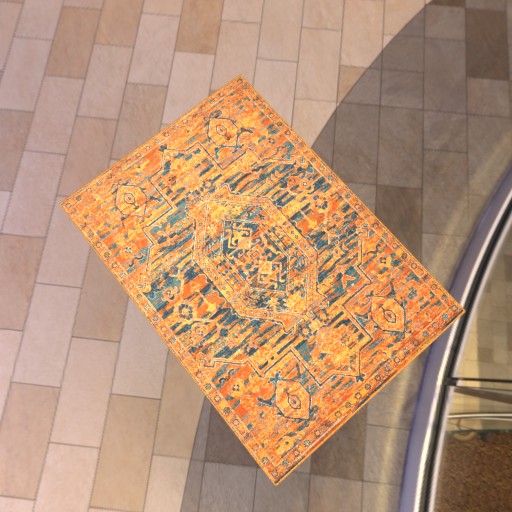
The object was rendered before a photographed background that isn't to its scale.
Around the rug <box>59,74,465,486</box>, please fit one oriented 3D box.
[{"bbox_3d":[0.000,0.000,3.740,2.043,0.019,2.916,-39,79,-9],"label":"rug"}]
